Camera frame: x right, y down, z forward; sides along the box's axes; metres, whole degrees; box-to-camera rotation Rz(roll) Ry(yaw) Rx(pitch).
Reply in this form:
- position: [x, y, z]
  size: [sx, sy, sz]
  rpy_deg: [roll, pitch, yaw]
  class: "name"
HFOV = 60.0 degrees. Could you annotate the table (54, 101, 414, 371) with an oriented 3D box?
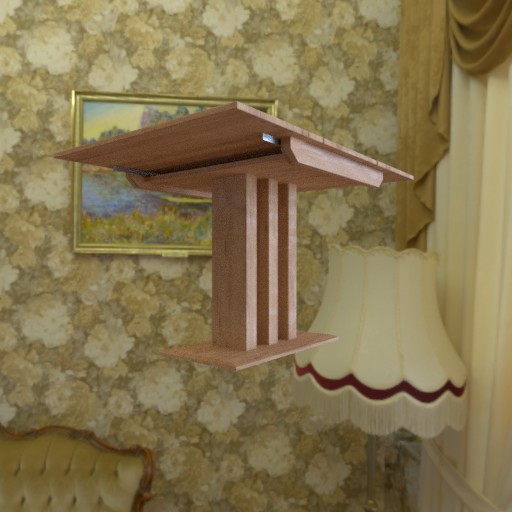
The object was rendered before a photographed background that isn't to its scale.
- position: [0.000, 0.000, 1.890]
  size: [0.900, 0.770, 1.300]
  rpy_deg: [0, 0, 38]
  class: "table"
